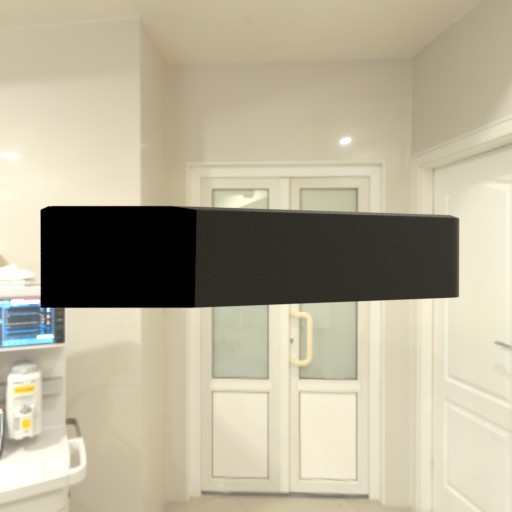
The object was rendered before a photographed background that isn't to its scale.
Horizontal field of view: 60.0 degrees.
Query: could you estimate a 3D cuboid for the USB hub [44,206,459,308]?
[{"bbox_3d":[0.000,0.000,0.128,0.110,0.023,0.044,0,0,-18],"label":"USB hub"}]
